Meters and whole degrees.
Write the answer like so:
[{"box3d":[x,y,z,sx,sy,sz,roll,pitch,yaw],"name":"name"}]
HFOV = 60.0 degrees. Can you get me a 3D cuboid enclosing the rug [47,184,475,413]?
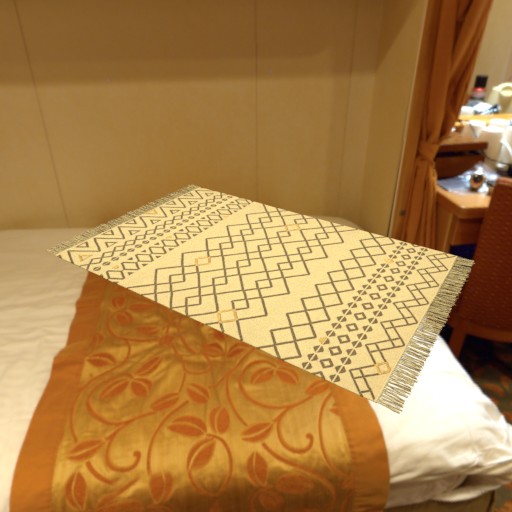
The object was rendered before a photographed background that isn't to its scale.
[{"box3d":[0.000,0.000,2.959,2.472,0.035,1.495,19,35,29],"name":"rug"}]
